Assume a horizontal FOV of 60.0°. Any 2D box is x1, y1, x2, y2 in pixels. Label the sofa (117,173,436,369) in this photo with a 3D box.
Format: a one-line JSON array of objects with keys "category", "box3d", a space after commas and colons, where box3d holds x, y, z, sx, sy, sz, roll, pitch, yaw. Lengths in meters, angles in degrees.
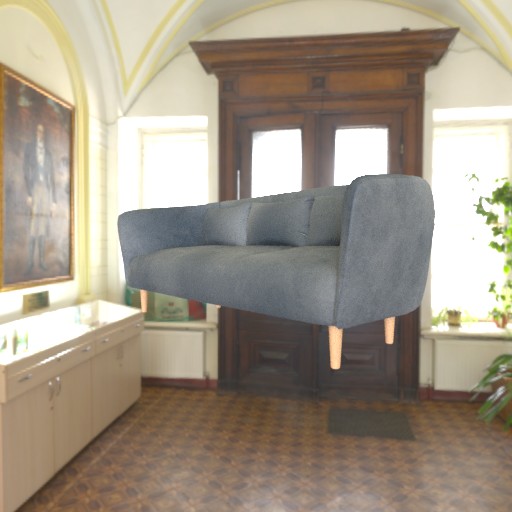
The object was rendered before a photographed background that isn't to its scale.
[{"category": "sofa", "box3d": [0.000, 0.000, 2.507, 0.849, 0.795, 2.095, -1, 2, -38]}]
